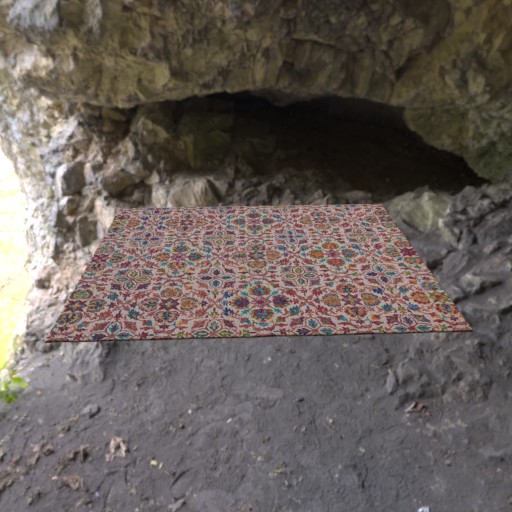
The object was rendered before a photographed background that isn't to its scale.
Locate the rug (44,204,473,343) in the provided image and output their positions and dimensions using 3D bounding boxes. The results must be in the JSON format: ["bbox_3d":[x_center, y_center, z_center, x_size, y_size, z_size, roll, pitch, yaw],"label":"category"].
[{"bbox_3d":[0.000,0.000,4.365,3.215,0.020,2.446,-1,30,-2],"label":"rug"}]
